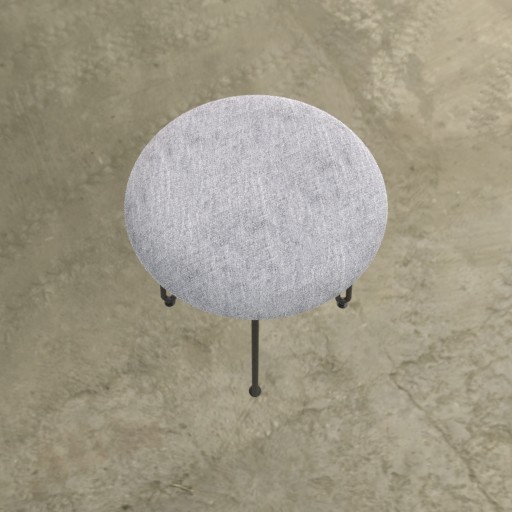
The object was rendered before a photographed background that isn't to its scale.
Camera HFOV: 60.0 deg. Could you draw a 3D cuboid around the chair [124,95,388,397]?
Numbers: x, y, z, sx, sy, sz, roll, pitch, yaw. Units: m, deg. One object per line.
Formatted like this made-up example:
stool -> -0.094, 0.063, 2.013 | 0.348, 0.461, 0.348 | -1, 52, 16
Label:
chair -> 0.000, 0.000, 0.667 | 0.350, 0.386, 0.350 | 1, 63, 0
